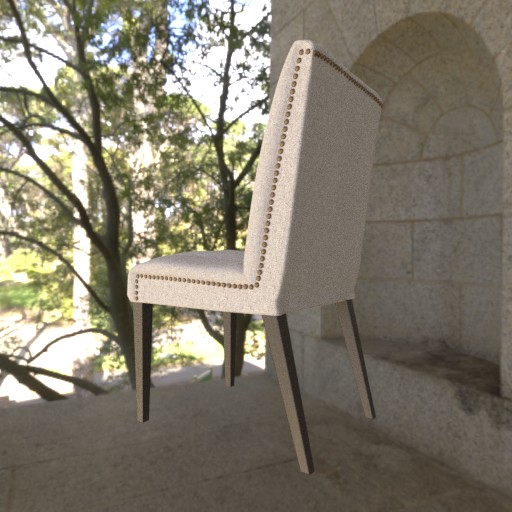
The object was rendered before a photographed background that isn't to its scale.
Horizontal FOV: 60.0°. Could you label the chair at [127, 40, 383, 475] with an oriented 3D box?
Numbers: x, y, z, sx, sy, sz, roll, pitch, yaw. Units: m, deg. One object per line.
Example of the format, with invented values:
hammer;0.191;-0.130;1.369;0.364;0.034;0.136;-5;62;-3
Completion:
chair;0.000;0.000;1.376;0.647;1.016;0.511;0;1;35
